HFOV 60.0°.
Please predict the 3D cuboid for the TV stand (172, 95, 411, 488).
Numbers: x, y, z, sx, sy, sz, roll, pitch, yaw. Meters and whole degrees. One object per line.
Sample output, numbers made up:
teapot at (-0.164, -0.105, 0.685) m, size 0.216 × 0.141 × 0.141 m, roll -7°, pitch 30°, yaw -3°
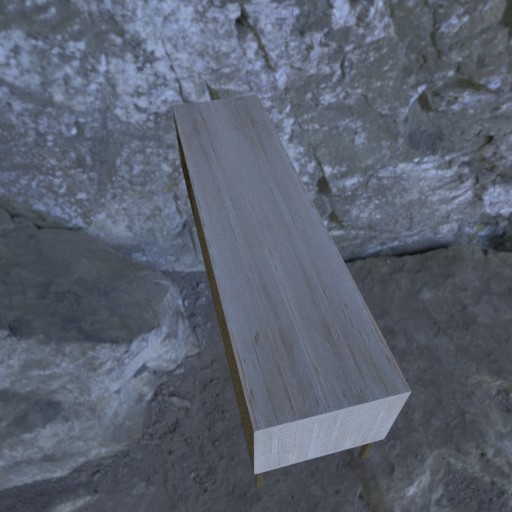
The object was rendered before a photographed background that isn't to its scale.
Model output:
TV stand at (0.000, 0.000, 1.834) m, size 0.420 × 0.550 × 1.600 m, roll -11°, pitch 49°, yaw -10°
